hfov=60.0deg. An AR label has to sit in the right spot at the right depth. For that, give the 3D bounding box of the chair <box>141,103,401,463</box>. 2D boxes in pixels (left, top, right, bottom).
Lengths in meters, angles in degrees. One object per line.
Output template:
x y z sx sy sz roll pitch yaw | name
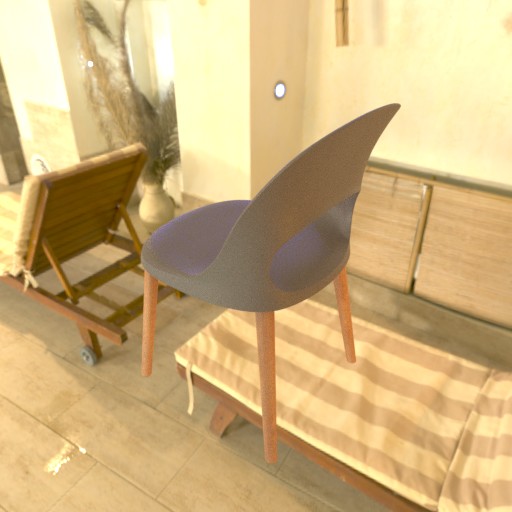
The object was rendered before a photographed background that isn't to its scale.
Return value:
0.000 0.000 1.127 0.556 0.795 0.470 21 36 32 | chair
